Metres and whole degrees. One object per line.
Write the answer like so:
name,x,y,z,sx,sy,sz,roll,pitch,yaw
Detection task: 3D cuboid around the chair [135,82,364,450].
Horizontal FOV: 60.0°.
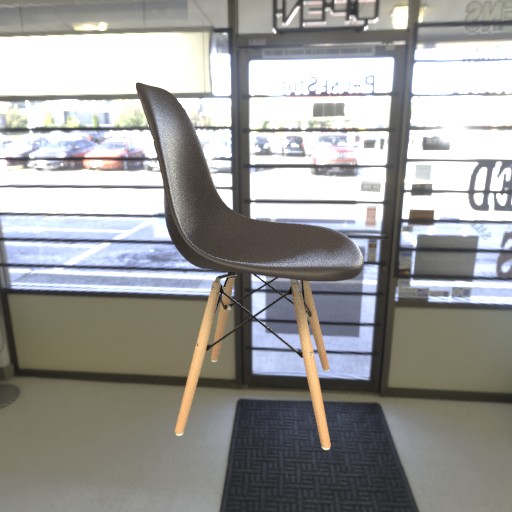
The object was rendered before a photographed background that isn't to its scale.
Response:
chair,0.000,0.000,1.130,0.533,0.825,0.470,2,16,8
